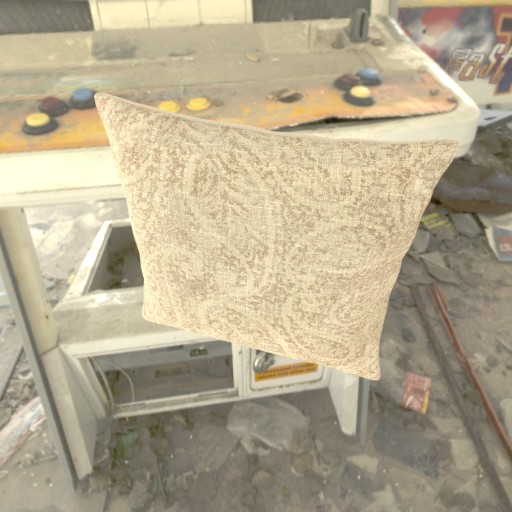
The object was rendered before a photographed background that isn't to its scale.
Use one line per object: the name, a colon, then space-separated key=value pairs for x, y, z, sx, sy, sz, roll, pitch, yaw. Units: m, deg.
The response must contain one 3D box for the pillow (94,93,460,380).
pillow: x=0.000 y=0.000 z=0.769 sx=0.523 sy=0.510 sz=0.166 roll=12 pitch=43 yaw=13
